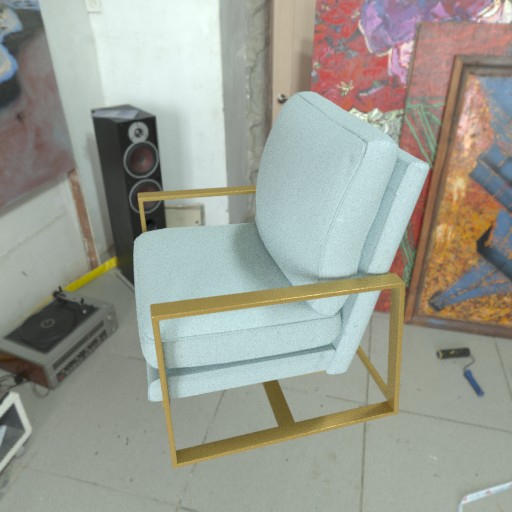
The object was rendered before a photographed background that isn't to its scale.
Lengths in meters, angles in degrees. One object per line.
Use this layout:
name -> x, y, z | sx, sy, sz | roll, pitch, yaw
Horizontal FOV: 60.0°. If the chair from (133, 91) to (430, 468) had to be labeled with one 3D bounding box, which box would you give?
chair -> 0.000, 0.000, 1.493 | 0.813, 0.956, 0.758 | -8, 32, -13
